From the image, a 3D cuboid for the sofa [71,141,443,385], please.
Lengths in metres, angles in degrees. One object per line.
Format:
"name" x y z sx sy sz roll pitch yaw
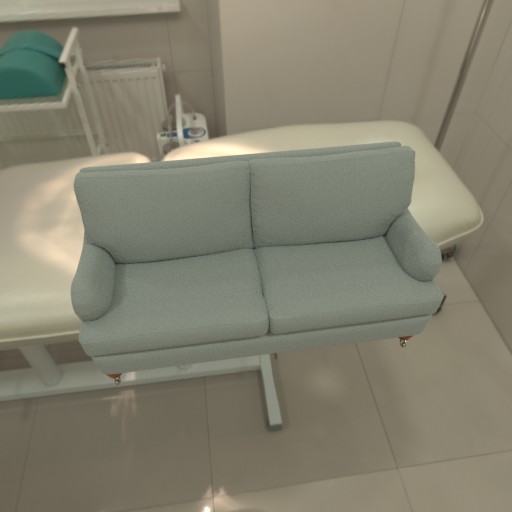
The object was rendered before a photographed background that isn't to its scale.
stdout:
"sofa" 0.000 0.000 2.892 2.193 1.096 1.069 -6 48 -6
